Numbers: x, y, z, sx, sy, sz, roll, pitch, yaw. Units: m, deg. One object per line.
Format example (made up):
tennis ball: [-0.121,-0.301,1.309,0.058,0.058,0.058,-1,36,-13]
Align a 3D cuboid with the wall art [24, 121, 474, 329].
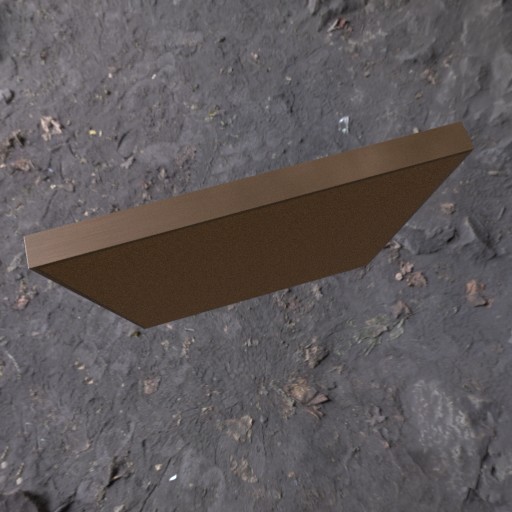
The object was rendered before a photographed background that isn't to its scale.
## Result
wall art: [0.000,0.000,0.740,0.513,0.511,0.038,-16,74,-5]
